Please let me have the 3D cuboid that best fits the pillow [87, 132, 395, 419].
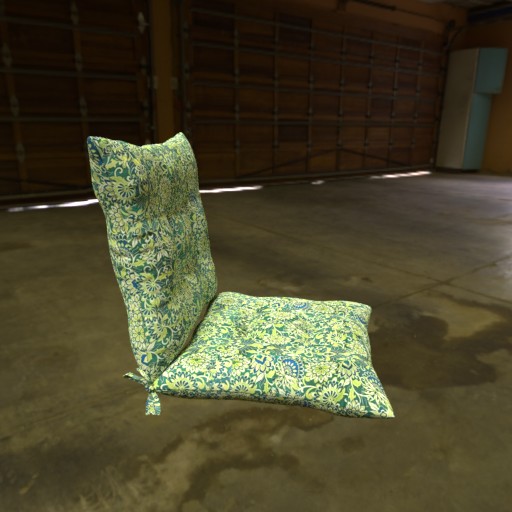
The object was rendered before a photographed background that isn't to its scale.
[{"bbox_3d":[0.000,0.000,1.007,0.585,0.536,0.541,2,16,9],"label":"pillow"}]
